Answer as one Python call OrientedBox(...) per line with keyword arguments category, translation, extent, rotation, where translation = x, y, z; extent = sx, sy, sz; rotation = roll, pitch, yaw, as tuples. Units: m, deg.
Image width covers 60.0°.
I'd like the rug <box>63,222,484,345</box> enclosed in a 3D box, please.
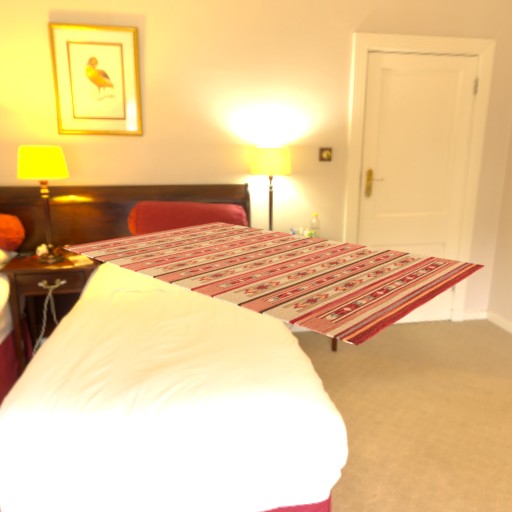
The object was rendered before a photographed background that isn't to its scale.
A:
OrientedBox(category="rug", translation=(0.000, 0.000, 2.989), extent=(2.431, 0.010, 1.535), rotation=(12, 18, 41))
